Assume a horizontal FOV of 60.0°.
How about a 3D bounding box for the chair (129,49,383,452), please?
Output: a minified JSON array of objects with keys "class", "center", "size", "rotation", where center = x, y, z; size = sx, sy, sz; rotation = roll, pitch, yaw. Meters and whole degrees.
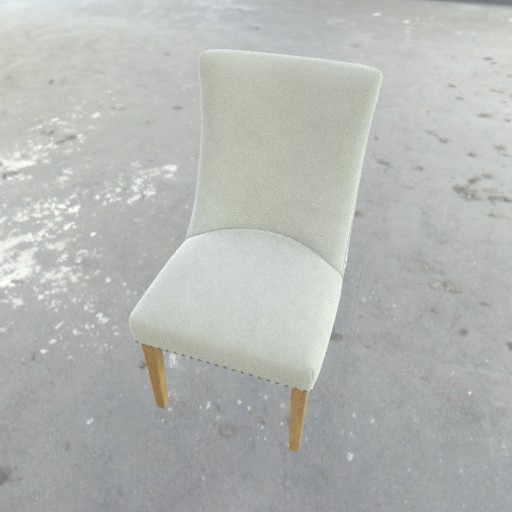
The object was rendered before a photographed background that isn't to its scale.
[{"class":"chair","center":[0.000,0.000,1.228],"size":[0.495,0.902,0.610],"rotation":[13,43,14]}]
